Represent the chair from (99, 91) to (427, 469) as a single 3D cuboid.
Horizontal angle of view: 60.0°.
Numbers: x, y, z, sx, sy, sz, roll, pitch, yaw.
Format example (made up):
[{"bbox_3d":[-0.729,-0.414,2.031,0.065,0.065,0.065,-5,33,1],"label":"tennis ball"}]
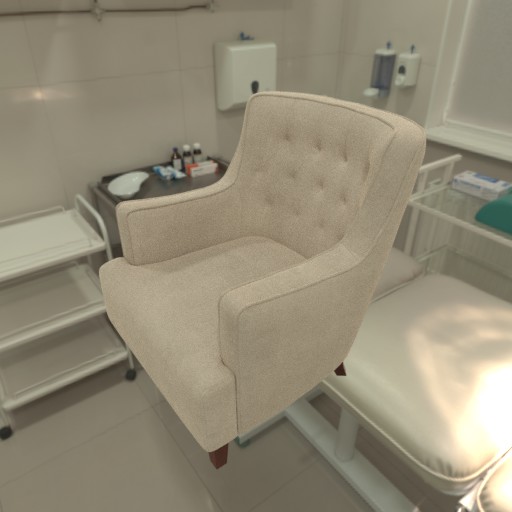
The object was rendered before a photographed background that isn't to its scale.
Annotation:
[{"bbox_3d":[0.000,0.000,1.537,0.910,0.920,0.781,-21,37,-31],"label":"chair"}]
